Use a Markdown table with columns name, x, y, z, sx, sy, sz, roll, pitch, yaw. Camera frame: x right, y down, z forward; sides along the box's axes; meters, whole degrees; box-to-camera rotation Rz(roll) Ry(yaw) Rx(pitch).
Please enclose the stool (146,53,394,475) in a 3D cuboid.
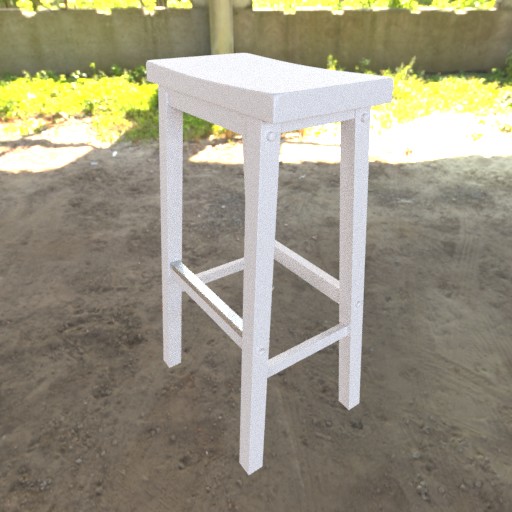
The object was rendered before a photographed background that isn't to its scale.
| name | x | y | z | sx | sy | sz | roll | pitch | yaw |
| --- | --- | --- | --- | --- | --- | --- | --- | --- | --- |
| stool | 0.000 | 0.000 | 0.942 | 0.322 | 0.742 | 0.406 | -20 | 36 | -30 |
